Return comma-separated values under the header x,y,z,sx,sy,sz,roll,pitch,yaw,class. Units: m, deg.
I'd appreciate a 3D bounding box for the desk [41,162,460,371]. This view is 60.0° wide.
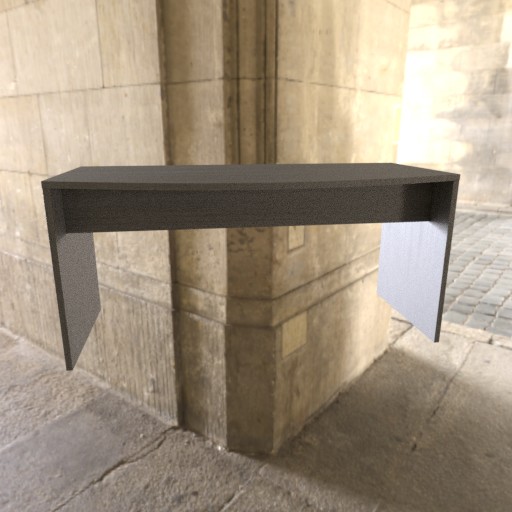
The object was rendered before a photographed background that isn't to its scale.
x,y,z,sx,sy,sz,roll,pitch,yaw,class
0.000,0.000,1.999,1.600,0.750,0.802,-2,16,-8,desk
